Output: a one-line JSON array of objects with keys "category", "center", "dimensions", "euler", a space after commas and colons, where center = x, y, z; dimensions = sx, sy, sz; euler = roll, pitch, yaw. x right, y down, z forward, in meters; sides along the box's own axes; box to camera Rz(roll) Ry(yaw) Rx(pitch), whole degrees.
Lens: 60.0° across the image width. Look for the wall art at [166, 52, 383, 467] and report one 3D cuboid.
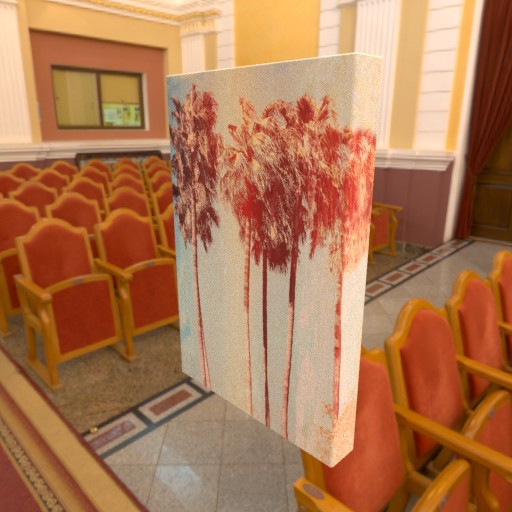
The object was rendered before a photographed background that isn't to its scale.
[{"category": "wall art", "center": [0.000, 0.000, 0.482], "dimensions": [0.039, 0.380, 0.251], "euler": [-16, 23, -42]}]
